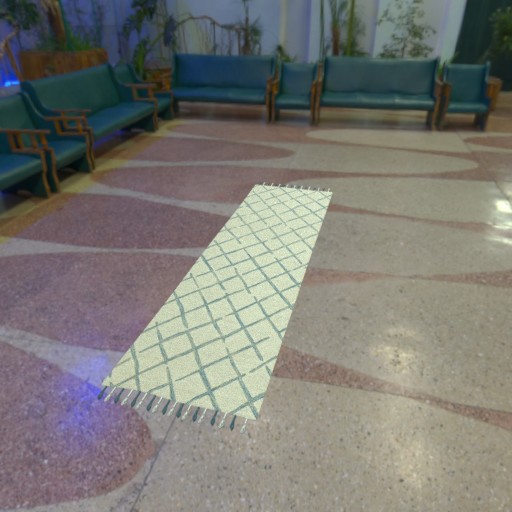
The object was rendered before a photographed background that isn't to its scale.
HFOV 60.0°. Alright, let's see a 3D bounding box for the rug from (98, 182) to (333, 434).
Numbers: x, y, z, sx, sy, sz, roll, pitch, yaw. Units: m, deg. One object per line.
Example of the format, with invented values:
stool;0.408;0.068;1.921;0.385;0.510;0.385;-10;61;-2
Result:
rug;0.000;0.000;2.564;0.620;0.008;2.372;8;31;13
